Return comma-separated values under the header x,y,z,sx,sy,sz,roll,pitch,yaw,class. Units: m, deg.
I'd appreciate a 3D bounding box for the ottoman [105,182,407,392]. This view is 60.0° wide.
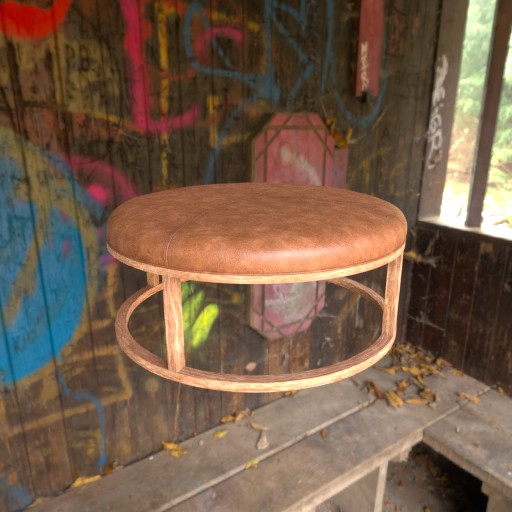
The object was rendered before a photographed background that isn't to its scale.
x,y,z,sx,sy,sz,roll,pitch,yaw,class
0.000,0.000,1.579,1.006,0.445,1.006,0,17,0,ottoman
